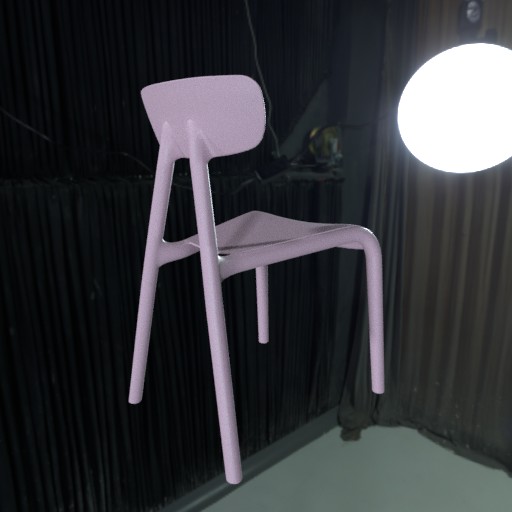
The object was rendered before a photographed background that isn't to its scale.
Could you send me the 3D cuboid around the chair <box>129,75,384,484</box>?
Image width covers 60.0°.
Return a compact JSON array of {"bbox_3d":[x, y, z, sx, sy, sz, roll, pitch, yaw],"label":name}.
[{"bbox_3d":[0.000,0.000,0.830,0.401,0.580,0.356,-13,19,-43],"label":"chair"}]
